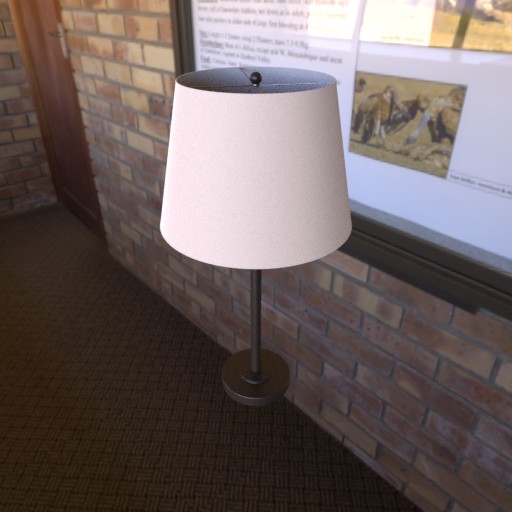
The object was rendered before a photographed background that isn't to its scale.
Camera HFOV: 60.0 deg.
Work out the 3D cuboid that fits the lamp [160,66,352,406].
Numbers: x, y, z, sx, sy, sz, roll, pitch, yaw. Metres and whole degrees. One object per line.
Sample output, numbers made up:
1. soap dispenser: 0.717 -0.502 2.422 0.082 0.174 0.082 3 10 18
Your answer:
1. lamp: 0.000 0.000 0.897 0.363 0.696 0.363 0 31 0
